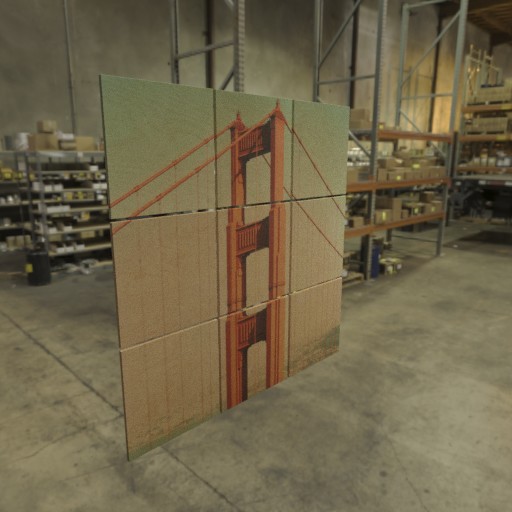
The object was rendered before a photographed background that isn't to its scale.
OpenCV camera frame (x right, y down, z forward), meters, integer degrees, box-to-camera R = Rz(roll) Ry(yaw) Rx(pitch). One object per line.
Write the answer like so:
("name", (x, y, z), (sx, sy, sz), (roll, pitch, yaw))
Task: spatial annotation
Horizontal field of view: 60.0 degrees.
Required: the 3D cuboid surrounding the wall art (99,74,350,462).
("wall art", (0.000, 0.000, 1.771), (1.214, 1.219, 0.013), (-13, 18, -44))
